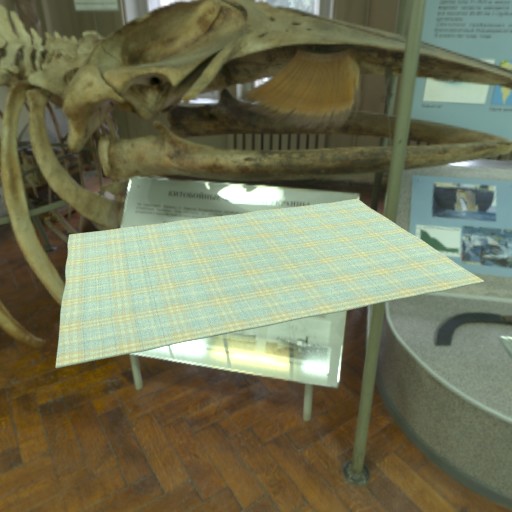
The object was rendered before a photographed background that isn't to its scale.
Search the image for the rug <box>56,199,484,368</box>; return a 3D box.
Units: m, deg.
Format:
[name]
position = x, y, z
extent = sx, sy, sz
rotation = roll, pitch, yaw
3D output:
[rug]
position = 0.000, 0.000, 3.028
extent = 2.460, 0.016, 1.545
rotation = -9, 29, -16
